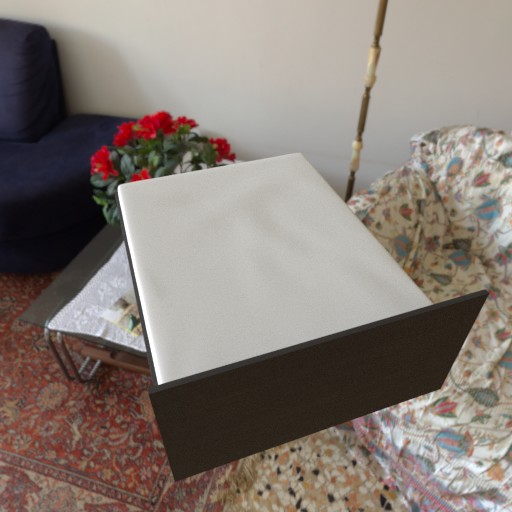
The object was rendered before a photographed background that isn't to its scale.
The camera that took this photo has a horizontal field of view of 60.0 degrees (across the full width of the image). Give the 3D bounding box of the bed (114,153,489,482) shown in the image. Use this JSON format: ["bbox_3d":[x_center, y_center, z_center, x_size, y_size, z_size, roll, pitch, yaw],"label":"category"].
[{"bbox_3d":[0.000,0.000,2.867,1.585,0.823,2.073,-13,44,-14],"label":"bed"}]
